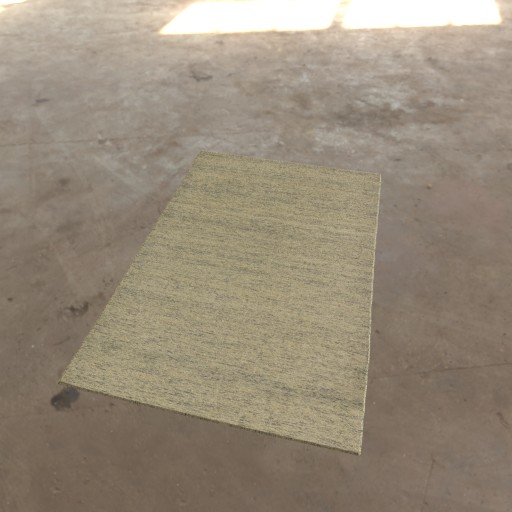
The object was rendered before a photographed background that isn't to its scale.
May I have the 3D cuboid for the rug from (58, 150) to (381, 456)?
[{"bbox_3d":[0.000,0.000,2.352,1.243,0.014,1.846,10,46,10],"label":"rug"}]
